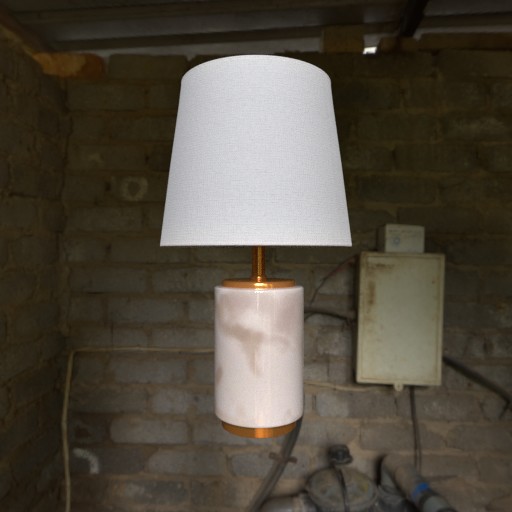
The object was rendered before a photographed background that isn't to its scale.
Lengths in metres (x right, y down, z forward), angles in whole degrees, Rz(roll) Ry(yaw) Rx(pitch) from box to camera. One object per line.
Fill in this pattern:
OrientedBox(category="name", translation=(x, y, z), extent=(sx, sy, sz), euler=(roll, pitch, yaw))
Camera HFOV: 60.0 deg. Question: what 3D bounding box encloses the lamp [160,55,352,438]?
OrientedBox(category="lamp", translation=(0.000, 0.000, 0.448), extent=(0.189, 0.340, 0.189), euler=(0, 0, 0))
